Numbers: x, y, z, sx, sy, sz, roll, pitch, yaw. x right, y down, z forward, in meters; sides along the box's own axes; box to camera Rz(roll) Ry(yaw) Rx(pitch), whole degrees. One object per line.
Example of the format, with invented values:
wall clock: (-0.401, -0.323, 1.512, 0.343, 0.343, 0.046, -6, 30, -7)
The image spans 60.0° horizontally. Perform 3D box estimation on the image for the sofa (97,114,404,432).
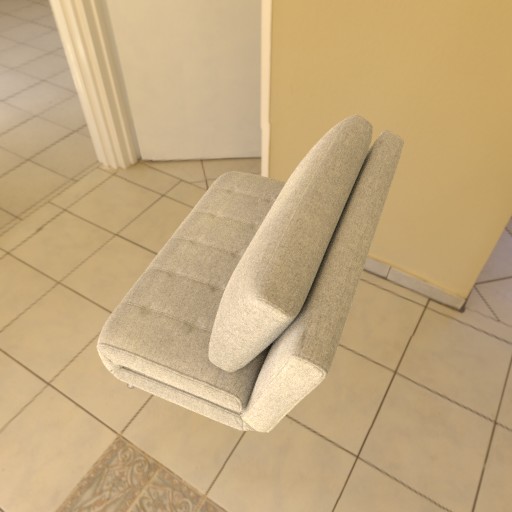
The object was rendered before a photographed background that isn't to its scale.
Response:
sofa: (0.000, 0.000, 1.902, 0.910, 0.910, 1.220, 17, 49, 15)
